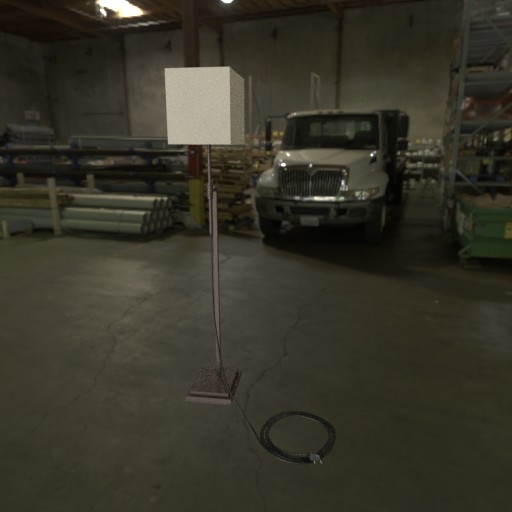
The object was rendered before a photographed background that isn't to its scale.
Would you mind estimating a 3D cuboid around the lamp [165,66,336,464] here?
[{"bbox_3d":[0.000,0.000,2.006,0.774,1.600,0.698,2,14,8],"label":"lamp"}]
